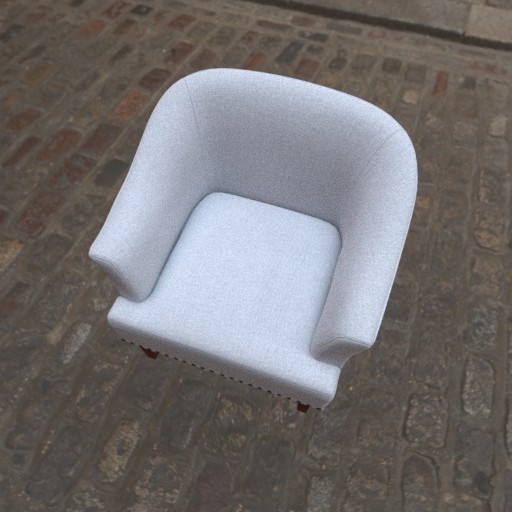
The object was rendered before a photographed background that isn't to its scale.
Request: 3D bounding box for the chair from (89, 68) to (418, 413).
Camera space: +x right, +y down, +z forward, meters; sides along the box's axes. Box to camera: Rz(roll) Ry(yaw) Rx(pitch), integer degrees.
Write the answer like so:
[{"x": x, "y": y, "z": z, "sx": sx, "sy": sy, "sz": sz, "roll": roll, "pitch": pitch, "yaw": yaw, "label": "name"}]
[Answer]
[{"x": 0.000, "y": 0.000, "z": 1.408, "sx": 0.798, "sy": 0.815, "sz": 0.704, "roll": 17, "pitch": 60, "yaw": 10, "label": "chair"}]
